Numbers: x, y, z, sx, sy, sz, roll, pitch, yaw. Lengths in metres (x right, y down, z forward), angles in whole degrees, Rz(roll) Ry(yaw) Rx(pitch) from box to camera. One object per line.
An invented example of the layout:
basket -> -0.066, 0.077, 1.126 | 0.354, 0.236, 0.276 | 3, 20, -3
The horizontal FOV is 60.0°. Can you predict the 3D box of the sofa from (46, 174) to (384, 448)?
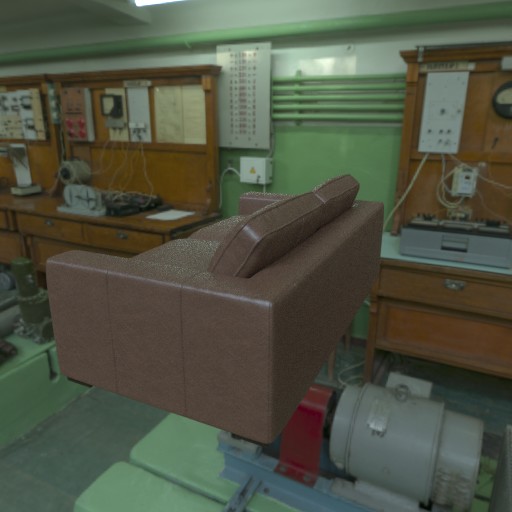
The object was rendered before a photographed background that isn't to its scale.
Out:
sofa -> 0.000, 0.000, 2.472 | 1.070, 0.800, 1.920 | 8, 19, 24
